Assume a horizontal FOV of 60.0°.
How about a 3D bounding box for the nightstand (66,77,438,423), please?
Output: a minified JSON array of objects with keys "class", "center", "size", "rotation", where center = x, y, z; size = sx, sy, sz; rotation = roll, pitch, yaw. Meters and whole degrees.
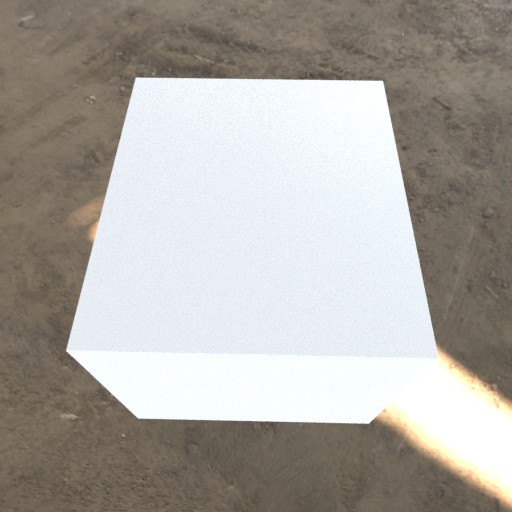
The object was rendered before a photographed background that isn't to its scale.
[{"class":"nightstand","center":[0.000,0.000,0.758],"size":[0.408,0.351,0.470],"rotation":[1,58,1]}]
